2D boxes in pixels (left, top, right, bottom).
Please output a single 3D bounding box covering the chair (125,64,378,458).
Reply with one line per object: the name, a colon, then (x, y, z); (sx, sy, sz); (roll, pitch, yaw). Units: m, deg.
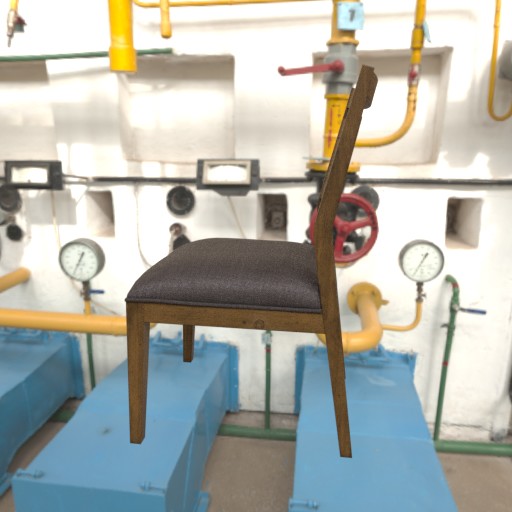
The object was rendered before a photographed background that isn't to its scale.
chair: (0.000, 0.000, 1.266); (0.610, 0.939, 0.501); (2, 14, 9)
